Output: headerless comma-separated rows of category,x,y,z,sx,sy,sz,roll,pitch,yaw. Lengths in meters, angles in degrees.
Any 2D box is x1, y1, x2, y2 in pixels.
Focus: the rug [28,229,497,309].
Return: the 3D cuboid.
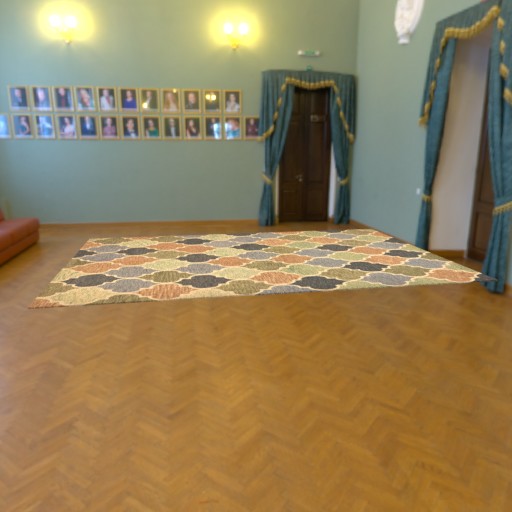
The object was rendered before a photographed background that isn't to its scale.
rug,0.000,0.000,2.272,1.828,0.006,1.216,-2,14,-10
